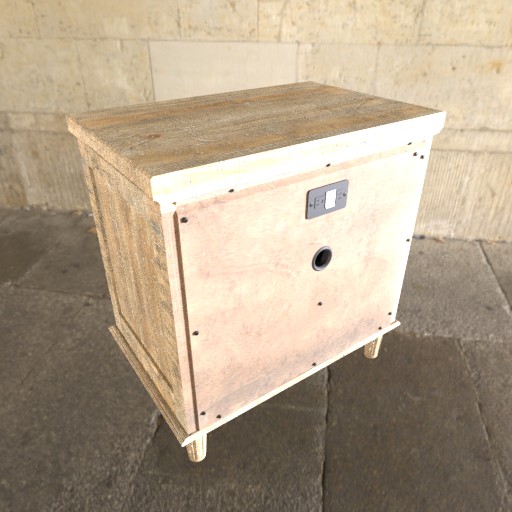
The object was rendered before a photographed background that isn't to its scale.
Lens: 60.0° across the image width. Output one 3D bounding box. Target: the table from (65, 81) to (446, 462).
[{"bbox_3d":[0.000,0.000,1.125,0.686,0.711,0.457,-20,36,-29],"label":"table"}]
